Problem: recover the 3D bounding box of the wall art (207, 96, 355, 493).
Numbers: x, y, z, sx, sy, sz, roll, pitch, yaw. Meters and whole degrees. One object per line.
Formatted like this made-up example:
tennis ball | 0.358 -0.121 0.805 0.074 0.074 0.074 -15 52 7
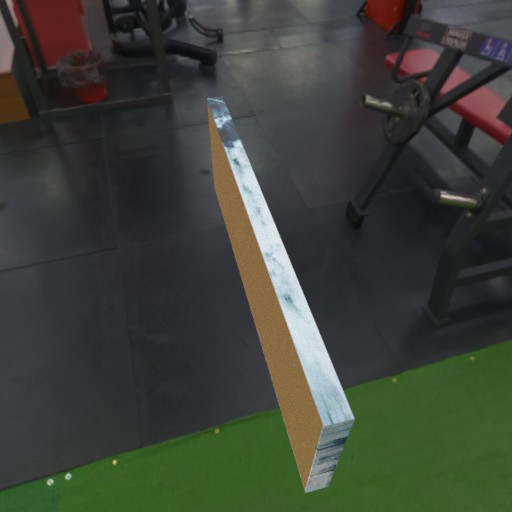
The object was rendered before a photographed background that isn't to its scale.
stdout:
wall art | 0.000 0.000 0.832 0.037 0.251 0.759 -10 48 -10
